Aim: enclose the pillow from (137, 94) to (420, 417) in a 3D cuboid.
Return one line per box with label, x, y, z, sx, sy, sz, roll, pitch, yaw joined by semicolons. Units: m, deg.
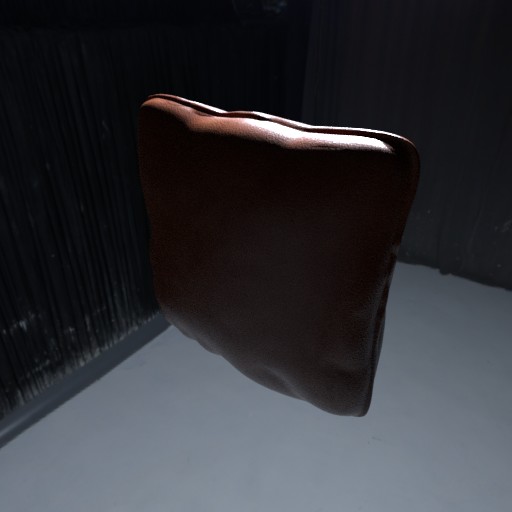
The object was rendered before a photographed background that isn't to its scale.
pillow;0.000;0.000;0.814;0.532;0.523;0.236;21;37;32
